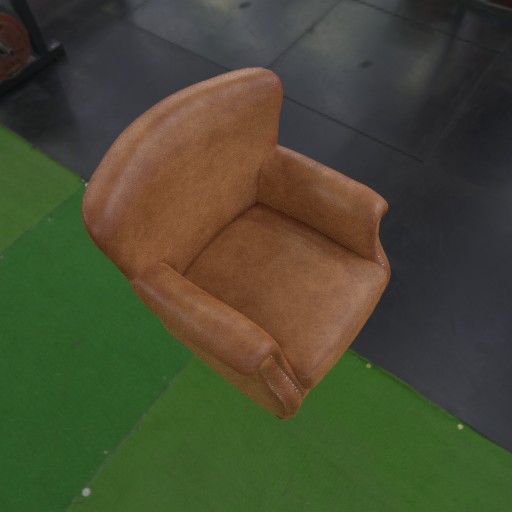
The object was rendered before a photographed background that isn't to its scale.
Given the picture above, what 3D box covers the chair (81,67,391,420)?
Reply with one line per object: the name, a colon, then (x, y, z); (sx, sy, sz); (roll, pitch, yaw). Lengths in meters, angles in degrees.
chair: (0.000, 0.000, 1.672); (0.921, 0.936, 0.861); (34, 65, 19)
